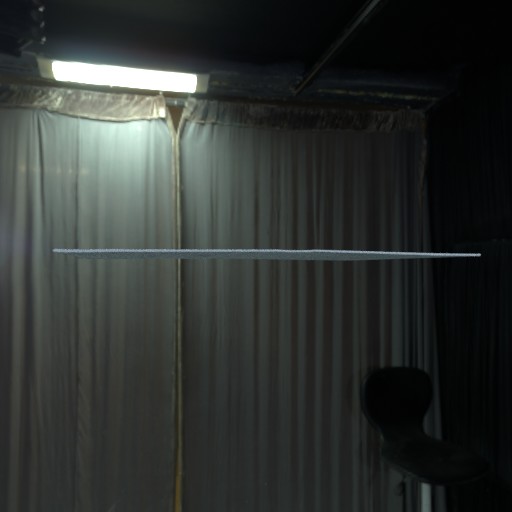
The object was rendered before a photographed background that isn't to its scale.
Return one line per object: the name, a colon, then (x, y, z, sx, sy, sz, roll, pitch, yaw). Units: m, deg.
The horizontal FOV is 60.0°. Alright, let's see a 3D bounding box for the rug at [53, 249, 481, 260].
rug: (0.000, 0.000, 2.356, 1.853, 0.022, 1.174, 1, -2, -17)
